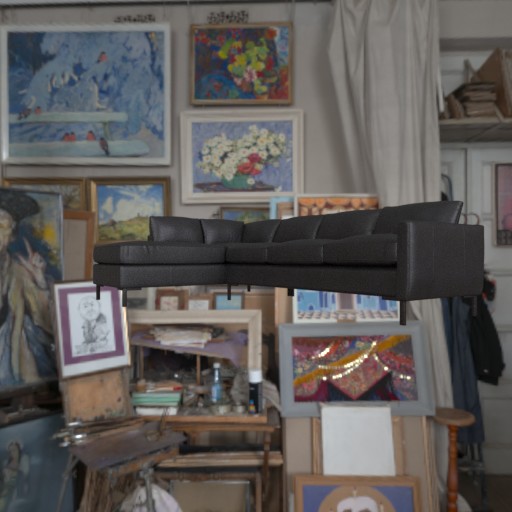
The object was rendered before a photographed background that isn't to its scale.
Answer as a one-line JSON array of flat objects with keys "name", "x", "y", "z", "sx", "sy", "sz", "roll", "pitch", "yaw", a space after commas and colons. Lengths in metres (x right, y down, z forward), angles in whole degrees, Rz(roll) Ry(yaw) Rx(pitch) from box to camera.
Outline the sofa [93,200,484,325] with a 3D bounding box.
[{"name": "sofa", "x": 0.000, "y": 0.000, "z": 3.821, "sx": 1.938, "sy": 0.877, "sz": 2.984, "roll": 0, "pitch": 0, "yaw": -36}]
